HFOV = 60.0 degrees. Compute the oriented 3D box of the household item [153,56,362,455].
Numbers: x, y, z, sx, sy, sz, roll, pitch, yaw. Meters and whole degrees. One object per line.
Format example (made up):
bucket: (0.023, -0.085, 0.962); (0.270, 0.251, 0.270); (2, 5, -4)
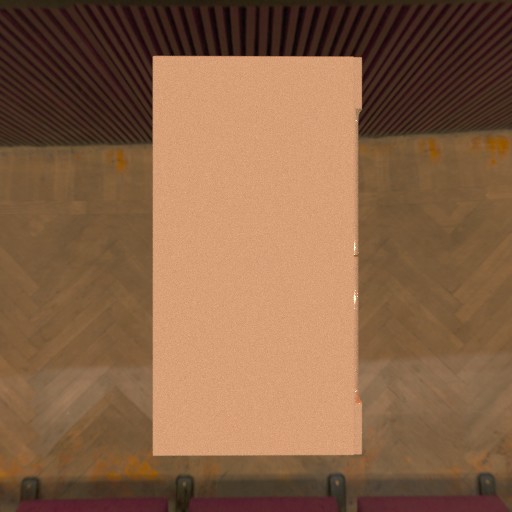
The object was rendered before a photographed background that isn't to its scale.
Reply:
household item: (0.000, 0.000, 1.323); (0.420, 0.870, 0.800); (0, 90, 0)
